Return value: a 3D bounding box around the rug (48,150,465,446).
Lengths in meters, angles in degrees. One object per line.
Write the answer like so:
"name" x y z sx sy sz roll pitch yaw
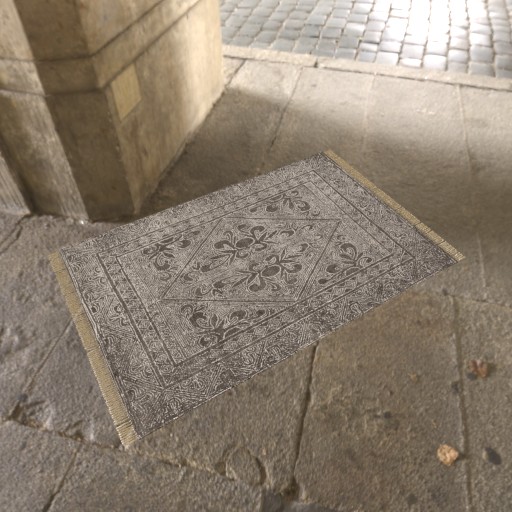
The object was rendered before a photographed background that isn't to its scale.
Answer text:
"rug" 0.000 0.000 3.041 2.440 0.010 1.529 -24 52 -21
